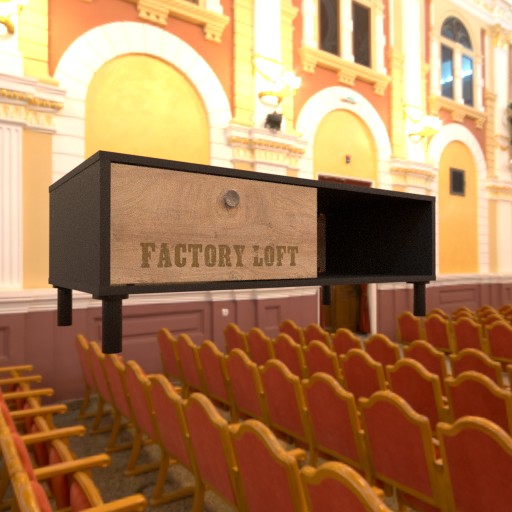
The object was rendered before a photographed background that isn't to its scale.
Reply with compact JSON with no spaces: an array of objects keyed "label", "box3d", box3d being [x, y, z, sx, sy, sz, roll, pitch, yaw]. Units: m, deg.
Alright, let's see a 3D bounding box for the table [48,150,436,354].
[{"label":"table","box3d":[0.000,0.000,1.383,1.100,0.400,0.550,0,-1,-35]}]
